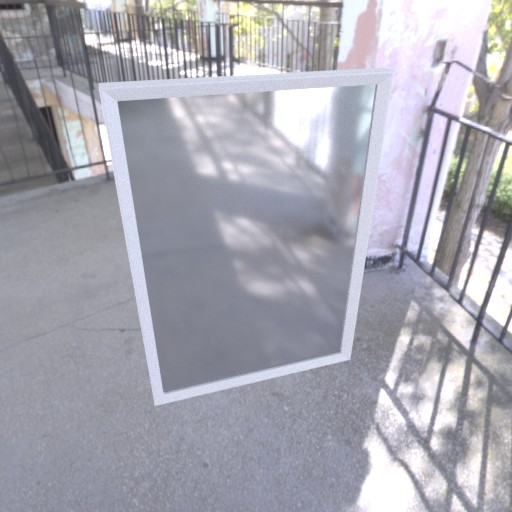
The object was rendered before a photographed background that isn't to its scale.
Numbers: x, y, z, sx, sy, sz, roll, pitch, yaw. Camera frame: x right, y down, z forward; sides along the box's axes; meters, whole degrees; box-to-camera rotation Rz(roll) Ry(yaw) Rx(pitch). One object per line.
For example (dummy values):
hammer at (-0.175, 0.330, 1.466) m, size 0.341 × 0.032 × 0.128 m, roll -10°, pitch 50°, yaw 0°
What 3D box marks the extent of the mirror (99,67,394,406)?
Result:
mirror at (0.000, 0.000, 0.931) m, size 0.507 × 0.710 × 0.039 m, roll -9°, pitch 33°, yaw -15°
